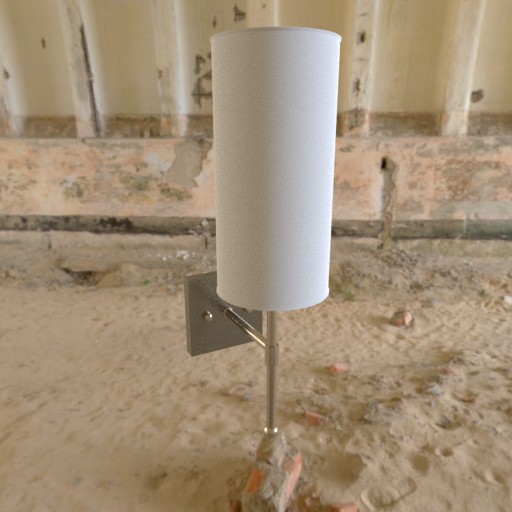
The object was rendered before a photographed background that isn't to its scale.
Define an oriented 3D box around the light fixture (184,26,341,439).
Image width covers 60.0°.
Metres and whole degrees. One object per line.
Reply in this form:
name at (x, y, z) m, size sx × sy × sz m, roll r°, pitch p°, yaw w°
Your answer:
light fixture at (0.000, 0.000, 0.534) m, size 0.128 × 0.462 × 0.208 m, roll -9°, pitch 18°, yaw -27°
